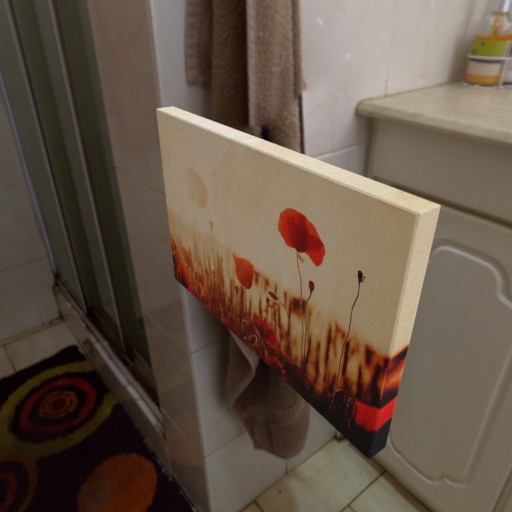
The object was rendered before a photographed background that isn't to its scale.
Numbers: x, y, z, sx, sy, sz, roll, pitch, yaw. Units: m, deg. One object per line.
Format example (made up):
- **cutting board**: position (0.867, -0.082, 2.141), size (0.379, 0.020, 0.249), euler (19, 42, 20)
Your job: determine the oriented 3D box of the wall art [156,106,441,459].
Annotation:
- **wall art**: position (0.000, 0.000, 0.778), size (0.040, 0.402, 0.613), euler (-21, 36, -31)
